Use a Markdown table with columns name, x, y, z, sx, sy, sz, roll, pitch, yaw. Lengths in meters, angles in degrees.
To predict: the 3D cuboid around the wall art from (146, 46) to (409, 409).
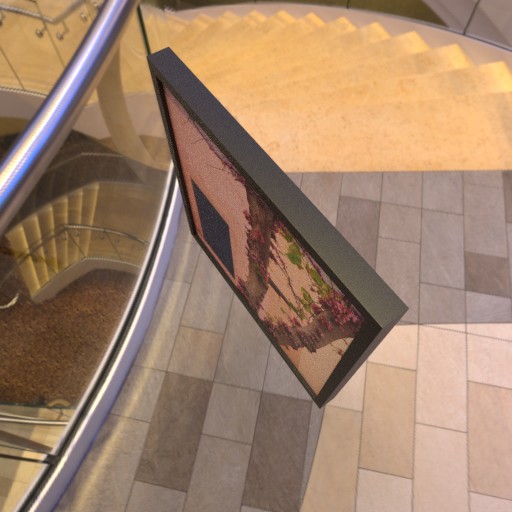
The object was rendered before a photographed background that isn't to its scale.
| name | x | y | z | sx | sy | sz | roll | pitch | yaw |
| --- | --- | --- | --- | --- | --- | --- | --- | --- | --- |
| wall art | 0.000 | 0.000 | 0.782 | 0.038 | 0.508 | 0.508 | -32 | 67 | -16 |
